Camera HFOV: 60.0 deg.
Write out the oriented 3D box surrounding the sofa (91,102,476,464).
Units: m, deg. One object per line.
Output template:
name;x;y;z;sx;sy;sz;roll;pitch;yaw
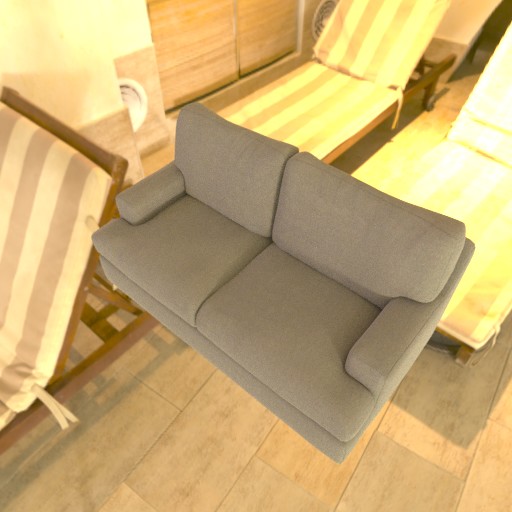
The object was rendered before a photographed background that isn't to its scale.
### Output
sofa;0.000;0.000;2.392;1.855;0.980;0.962;32;54;26
